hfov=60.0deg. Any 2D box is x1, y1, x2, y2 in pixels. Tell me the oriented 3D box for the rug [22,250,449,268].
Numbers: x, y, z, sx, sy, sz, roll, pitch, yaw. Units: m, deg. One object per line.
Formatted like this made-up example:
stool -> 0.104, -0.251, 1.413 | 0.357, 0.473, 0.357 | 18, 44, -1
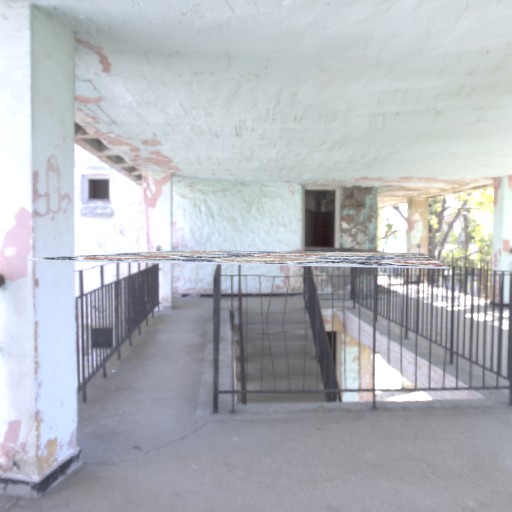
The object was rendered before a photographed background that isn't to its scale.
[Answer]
rug -> 0.000, 0.000, 4.106 | 3.040, 0.014, 2.423 | 1, 2, 17
